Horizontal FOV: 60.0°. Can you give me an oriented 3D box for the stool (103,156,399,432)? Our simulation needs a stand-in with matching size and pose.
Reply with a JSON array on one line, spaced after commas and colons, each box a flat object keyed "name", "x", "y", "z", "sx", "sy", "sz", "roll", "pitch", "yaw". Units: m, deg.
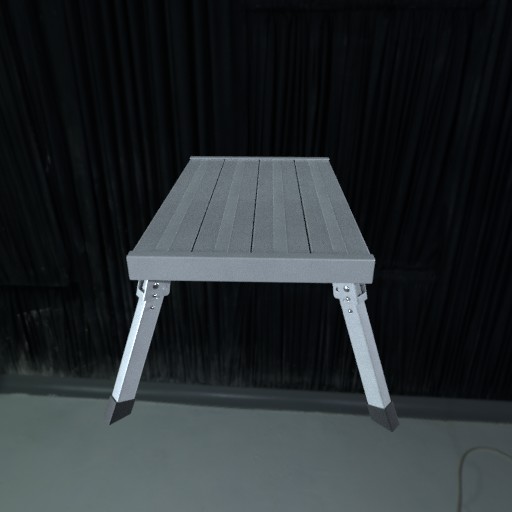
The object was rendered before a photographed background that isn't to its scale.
[{"name": "stool", "x": 0.000, "y": 0.000, "z": 0.753, "sx": 0.385, "sy": 0.225, "sz": 0.535, "roll": 1, "pitch": 27, "yaw": 2}]
